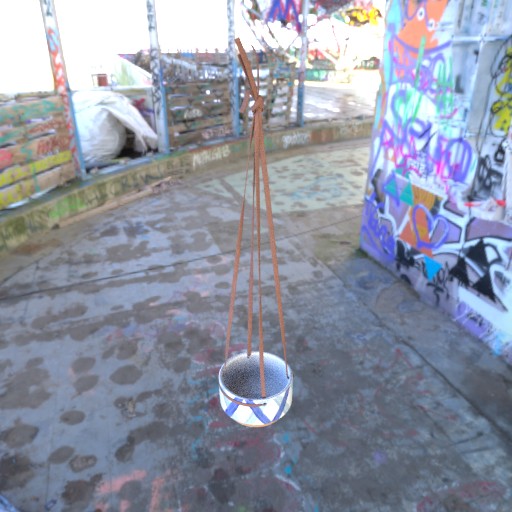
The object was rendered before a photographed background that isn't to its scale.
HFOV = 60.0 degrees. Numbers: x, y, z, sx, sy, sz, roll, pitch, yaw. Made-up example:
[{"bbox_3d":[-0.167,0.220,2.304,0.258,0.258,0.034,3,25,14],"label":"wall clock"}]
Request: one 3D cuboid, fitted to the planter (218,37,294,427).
[{"bbox_3d":[0.000,0.000,0.847,0.166,0.751,0.166,-9,27,-17],"label":"planter"}]
